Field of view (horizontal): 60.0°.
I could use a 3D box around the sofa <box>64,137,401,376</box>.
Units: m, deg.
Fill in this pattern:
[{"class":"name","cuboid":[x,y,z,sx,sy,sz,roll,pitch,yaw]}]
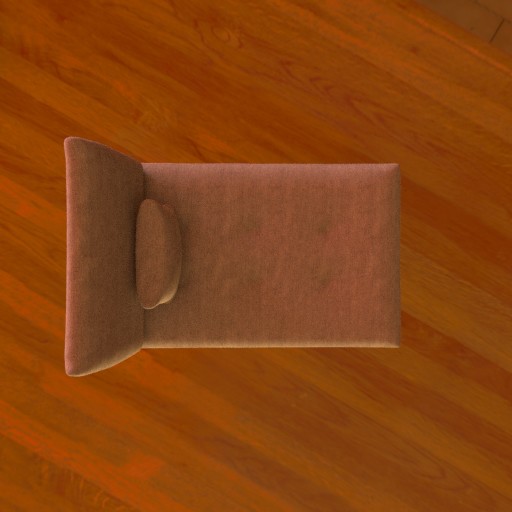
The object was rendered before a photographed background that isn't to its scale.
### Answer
[{"class":"sofa","cuboid":[0.000,0.000,2.035,1.450,0.820,0.930,0,90,0]}]
